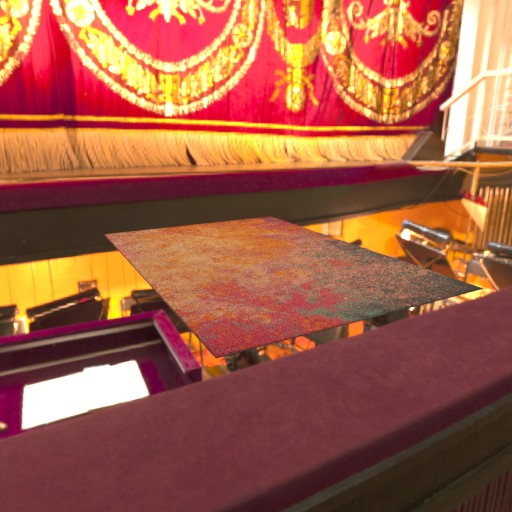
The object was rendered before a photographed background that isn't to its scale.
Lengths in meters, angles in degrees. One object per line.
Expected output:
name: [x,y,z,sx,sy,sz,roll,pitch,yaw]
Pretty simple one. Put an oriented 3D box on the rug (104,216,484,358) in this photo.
rug: [0.000,0.000,3.807,2.007,0.013,2.896,-9,18,-27]
